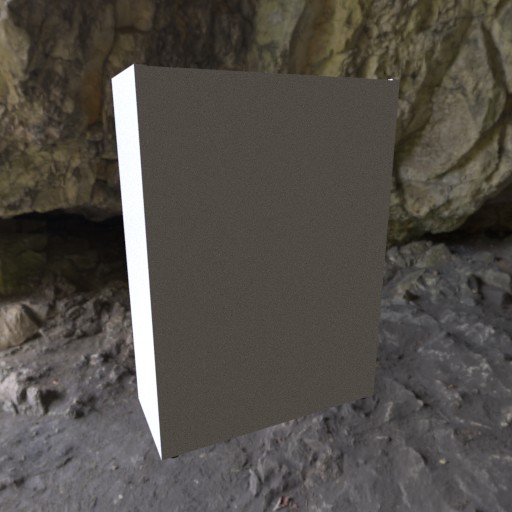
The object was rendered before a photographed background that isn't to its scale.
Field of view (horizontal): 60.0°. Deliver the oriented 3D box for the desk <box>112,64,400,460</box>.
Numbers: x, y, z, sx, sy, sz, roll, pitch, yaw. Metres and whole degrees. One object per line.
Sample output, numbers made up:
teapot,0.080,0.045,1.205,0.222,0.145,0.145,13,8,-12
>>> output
desk,0.000,0.000,1.600,0.850,1.190,0.390,-7,18,-24
